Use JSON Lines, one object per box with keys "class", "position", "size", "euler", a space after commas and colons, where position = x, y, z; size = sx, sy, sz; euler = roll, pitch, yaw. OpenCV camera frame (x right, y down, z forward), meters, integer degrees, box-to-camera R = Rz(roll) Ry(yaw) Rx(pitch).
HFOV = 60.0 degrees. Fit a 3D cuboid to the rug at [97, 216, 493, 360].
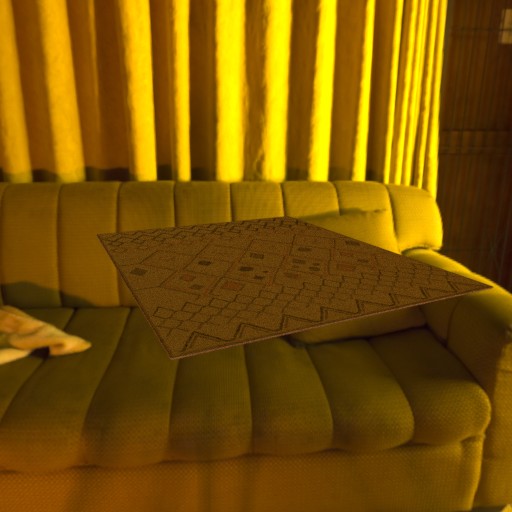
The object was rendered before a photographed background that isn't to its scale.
{"class": "rug", "position": [0.000, 0.000, 4.086], "size": [2.441, 0.016, 3.050], "euler": [-8, 18, -25]}
